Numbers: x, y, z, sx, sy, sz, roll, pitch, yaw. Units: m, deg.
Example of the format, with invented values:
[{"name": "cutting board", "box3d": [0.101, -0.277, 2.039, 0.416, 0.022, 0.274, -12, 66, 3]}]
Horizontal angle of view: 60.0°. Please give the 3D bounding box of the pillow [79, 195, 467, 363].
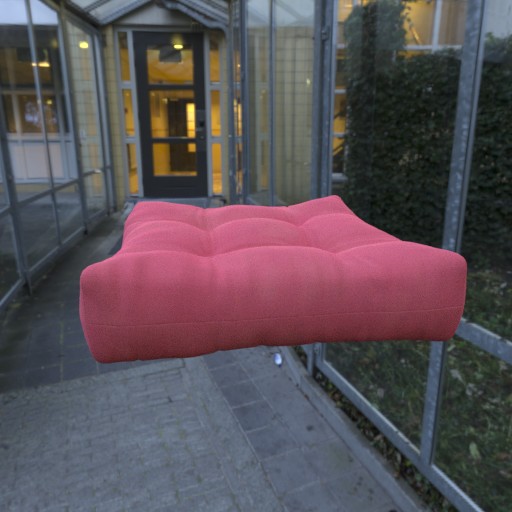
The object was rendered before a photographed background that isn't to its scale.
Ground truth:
[{"name": "pillow", "box3d": [0.000, 0.000, 0.731, 0.468, 0.128, 0.490, -2, 16, -8]}]
